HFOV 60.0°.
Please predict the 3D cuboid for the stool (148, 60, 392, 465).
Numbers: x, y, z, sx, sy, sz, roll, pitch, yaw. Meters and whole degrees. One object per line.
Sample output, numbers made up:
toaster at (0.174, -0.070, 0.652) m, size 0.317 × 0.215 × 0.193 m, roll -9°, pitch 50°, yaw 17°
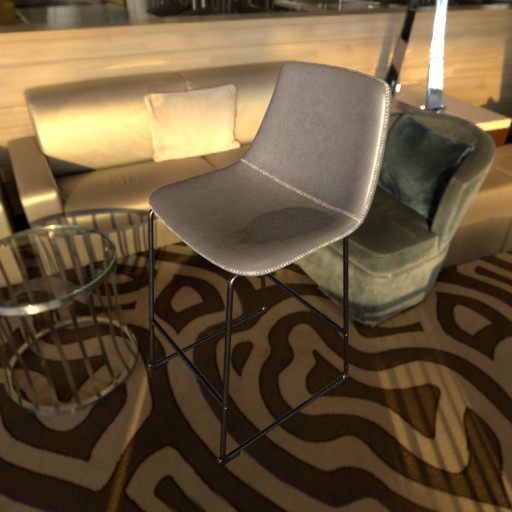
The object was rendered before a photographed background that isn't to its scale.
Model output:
stool at (0.000, 0.000, 1.171) m, size 0.546 × 0.876 × 0.470 m, roll -23°, pitch 40°, yaw -30°
